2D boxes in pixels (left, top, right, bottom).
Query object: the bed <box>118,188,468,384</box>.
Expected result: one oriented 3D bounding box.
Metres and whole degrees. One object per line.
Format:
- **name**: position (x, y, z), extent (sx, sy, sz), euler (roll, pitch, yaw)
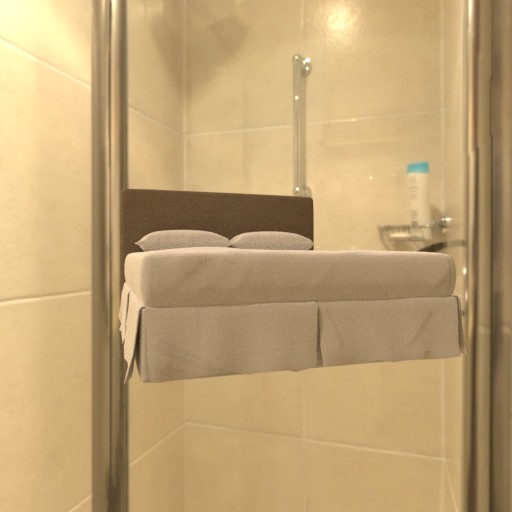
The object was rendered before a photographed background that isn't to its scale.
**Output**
- **bed**: position (0.000, 0.000, 3.564), extent (2.119, 1.317, 2.341), euler (0, 0, -19)
